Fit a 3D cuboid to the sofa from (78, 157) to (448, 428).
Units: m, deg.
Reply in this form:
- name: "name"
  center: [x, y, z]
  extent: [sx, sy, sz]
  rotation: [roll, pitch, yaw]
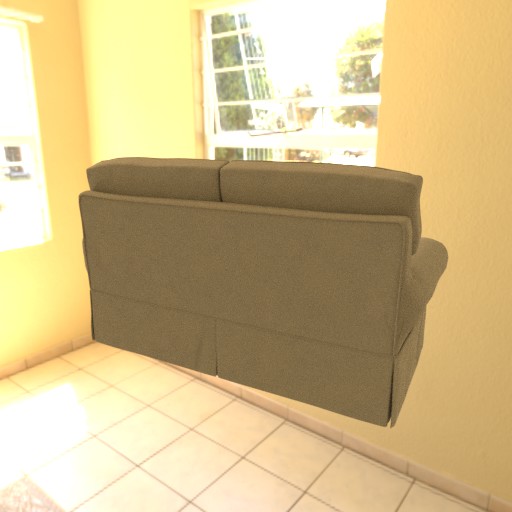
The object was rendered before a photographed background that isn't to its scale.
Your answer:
- name: "sofa"
  center: [0.000, 0.000, 2.352]
  extent: [1.823, 1.024, 0.841]
  rotation: [8, 17, 27]
